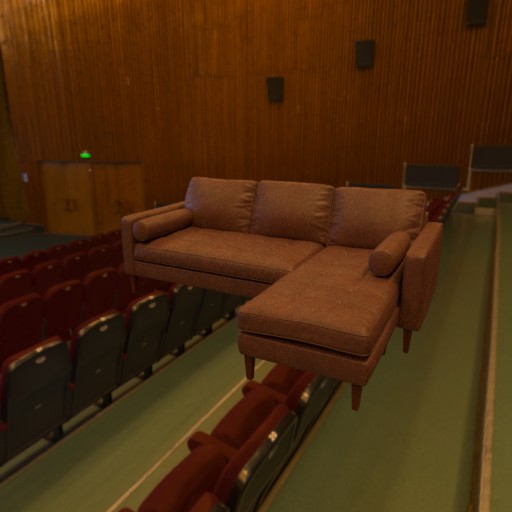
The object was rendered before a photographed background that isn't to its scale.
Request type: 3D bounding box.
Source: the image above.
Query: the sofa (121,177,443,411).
[{"bbox_3d":[0.000,0.000,2.966,2.185,0.841,1.613,8,19,26],"label":"sofa"}]
